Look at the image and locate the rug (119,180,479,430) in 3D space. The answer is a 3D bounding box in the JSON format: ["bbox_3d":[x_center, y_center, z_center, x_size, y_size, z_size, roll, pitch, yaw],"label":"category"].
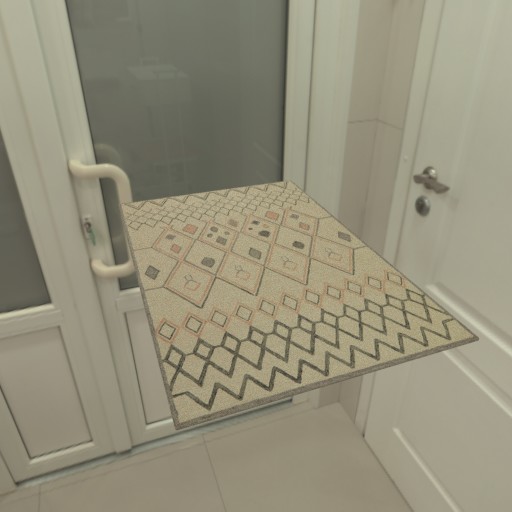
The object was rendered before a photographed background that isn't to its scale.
[{"bbox_3d":[0.000,0.000,2.314,1.219,0.016,1.829,-11,32,-17],"label":"rug"}]
